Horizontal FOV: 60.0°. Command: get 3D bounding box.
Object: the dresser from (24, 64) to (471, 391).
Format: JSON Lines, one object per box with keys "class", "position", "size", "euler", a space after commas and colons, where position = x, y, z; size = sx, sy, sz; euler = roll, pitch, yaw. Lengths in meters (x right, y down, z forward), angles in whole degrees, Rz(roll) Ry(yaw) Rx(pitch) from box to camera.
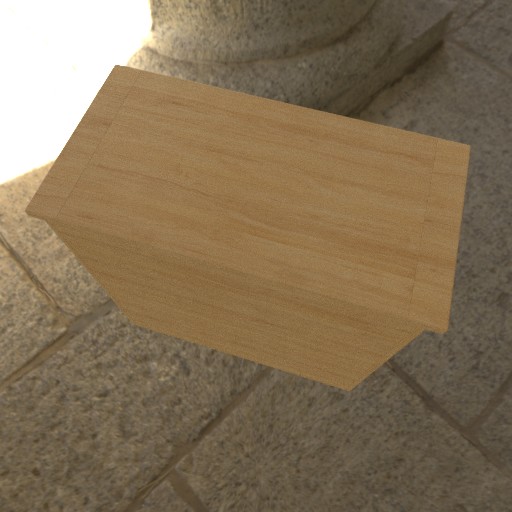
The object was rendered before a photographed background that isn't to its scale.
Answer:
{"class": "dresser", "position": [0.000, 0.000, 1.207], "size": [0.800, 0.730, 0.410], "euler": [16, 66, 7]}
